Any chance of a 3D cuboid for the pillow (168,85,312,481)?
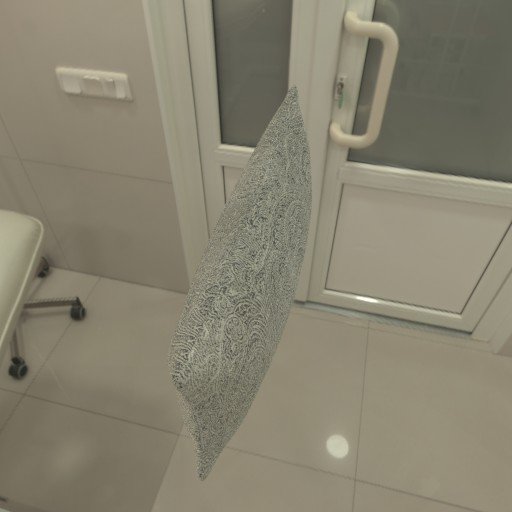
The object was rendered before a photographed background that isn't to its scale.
[{"bbox_3d":[0.000,0.000,0.722,0.151,0.295,0.615,10,47,9],"label":"pillow"}]
